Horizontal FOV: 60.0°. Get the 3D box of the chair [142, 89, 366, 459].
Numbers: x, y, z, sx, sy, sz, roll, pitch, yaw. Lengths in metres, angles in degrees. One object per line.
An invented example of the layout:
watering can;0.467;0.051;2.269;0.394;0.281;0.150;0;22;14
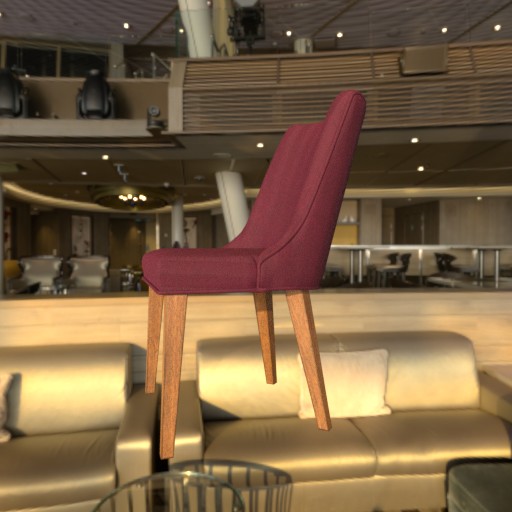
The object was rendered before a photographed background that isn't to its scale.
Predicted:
chair;0.000;0.000;1.336;0.638;0.916;0.548;0;1;-18
